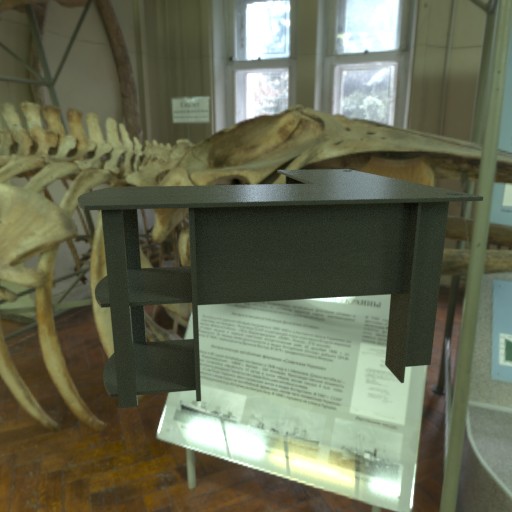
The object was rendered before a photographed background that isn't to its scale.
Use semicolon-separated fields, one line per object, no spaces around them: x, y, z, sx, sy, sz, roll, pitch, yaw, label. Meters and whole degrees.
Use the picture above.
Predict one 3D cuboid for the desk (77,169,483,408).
0.000;0.000;2.119;1.361;0.716;1.303;-2;15;-9;desk
